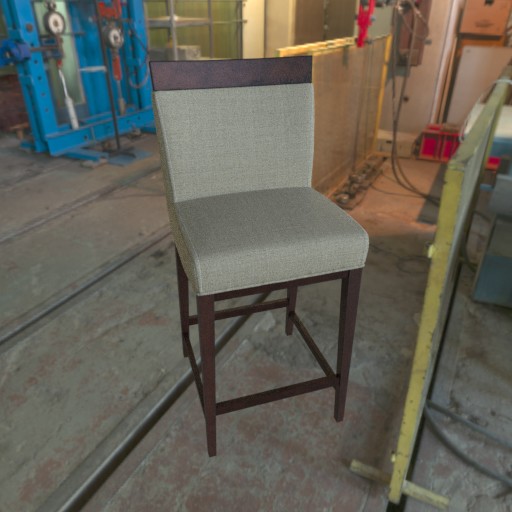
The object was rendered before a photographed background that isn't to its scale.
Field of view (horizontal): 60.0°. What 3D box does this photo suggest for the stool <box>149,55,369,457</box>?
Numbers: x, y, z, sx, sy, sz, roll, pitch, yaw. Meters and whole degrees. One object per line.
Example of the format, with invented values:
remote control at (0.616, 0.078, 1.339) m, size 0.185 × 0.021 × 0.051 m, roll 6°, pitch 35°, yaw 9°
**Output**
stool at (0.000, 0.000, 1.278) m, size 0.463 × 1.011 × 0.480 m, roll -9°, pitch 31°, yaw -15°
